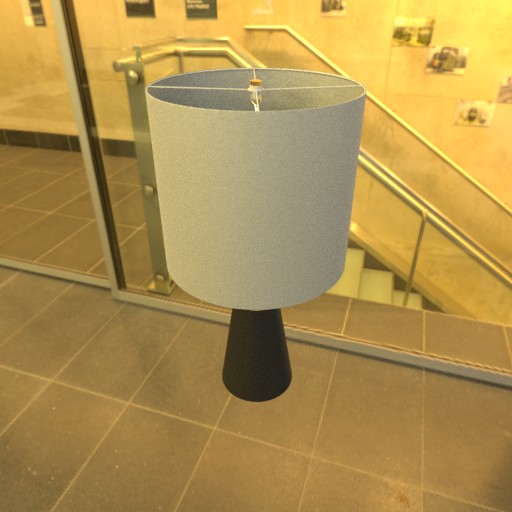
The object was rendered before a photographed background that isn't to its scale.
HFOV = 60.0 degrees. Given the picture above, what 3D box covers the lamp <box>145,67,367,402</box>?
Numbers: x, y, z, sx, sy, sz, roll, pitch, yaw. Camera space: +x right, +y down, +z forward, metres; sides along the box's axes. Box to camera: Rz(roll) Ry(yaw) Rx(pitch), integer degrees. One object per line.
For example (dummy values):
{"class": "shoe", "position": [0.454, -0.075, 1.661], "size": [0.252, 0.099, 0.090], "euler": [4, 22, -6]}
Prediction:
{"class": "lamp", "position": [0.000, 0.000, 0.776], "size": [0.308, 0.580, 0.308], "euler": [-1, 31, -1]}
